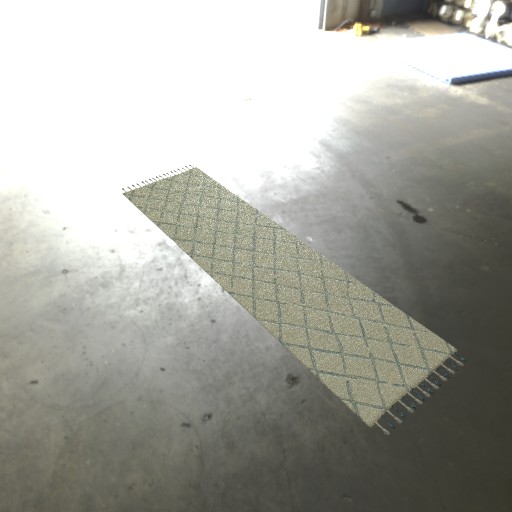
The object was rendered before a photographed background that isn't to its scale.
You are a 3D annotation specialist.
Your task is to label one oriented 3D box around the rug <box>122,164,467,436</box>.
[{"bbox_3d":[0.000,0.000,2.590,0.620,0.008,2.372,-27,47,-29],"label":"rug"}]
